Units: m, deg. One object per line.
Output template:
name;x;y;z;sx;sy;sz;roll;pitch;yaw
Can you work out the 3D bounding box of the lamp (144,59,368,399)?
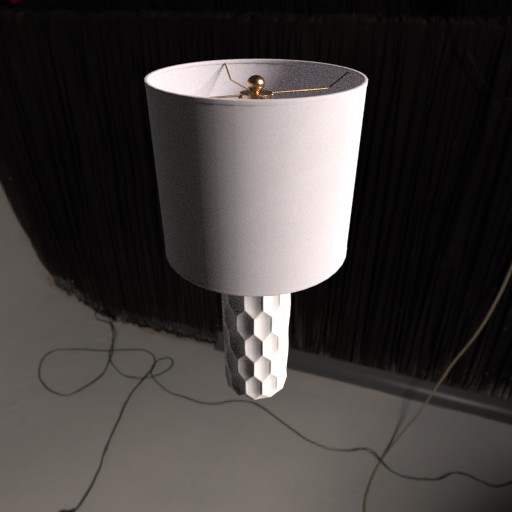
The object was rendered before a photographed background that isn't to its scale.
lamp;0.000;0.000;0.700;0.277;0.537;0.277;10;33;15
